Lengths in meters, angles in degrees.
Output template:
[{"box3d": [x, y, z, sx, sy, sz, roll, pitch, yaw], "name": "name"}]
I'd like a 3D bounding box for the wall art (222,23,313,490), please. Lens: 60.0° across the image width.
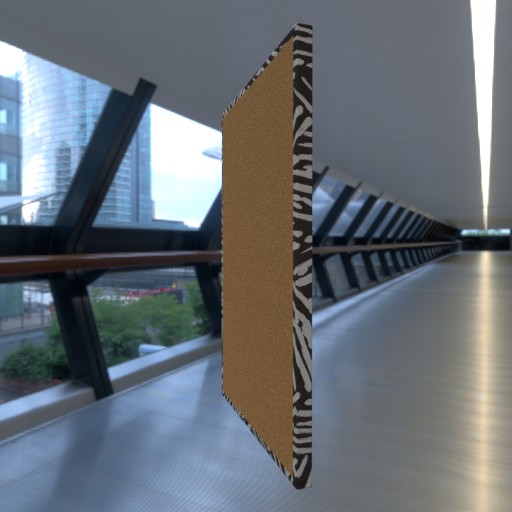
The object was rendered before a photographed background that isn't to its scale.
[{"box3d": [0.000, 0.000, 1.165, 0.035, 0.918, 0.615, 0, 1, -18], "name": "wall art"}]
